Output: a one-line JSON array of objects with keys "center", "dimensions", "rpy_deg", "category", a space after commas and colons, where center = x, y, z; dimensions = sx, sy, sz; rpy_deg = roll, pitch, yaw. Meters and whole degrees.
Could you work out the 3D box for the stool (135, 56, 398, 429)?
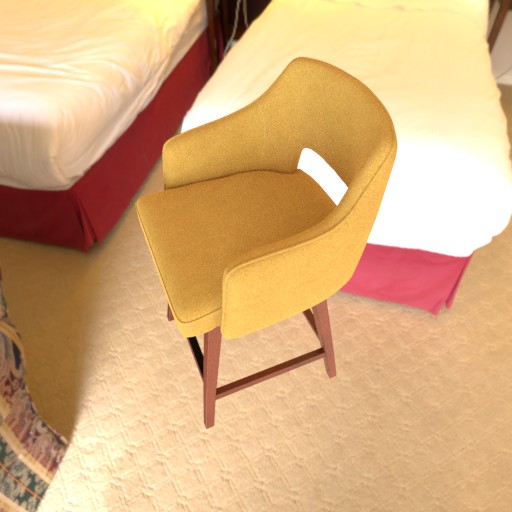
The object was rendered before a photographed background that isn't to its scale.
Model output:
[{"center": [0.000, 0.000, 1.266], "dimensions": [0.558, 0.924, 0.548], "rpy_deg": [-17, 50, -15], "category": "stool"}]
